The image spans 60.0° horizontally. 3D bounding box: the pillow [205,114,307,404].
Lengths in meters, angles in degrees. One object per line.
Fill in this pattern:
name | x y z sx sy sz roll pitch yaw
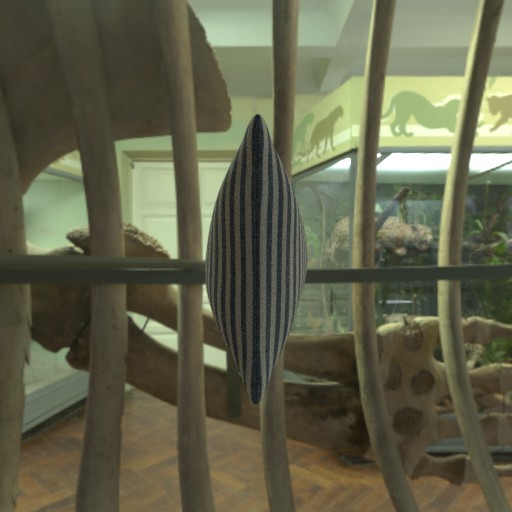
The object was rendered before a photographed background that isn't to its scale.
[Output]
pillow | 0.000 0.000 0.749 0.151 0.295 0.617 0 1 -1
